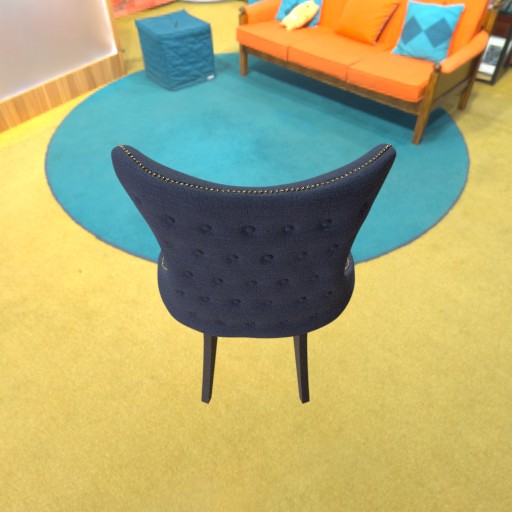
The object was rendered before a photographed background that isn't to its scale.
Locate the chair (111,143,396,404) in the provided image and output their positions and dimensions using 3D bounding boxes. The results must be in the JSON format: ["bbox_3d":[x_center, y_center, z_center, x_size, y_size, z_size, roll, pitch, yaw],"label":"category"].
[{"bbox_3d":[0.000,0.000,1.359,0.628,0.967,0.635,0,45,0],"label":"chair"}]
